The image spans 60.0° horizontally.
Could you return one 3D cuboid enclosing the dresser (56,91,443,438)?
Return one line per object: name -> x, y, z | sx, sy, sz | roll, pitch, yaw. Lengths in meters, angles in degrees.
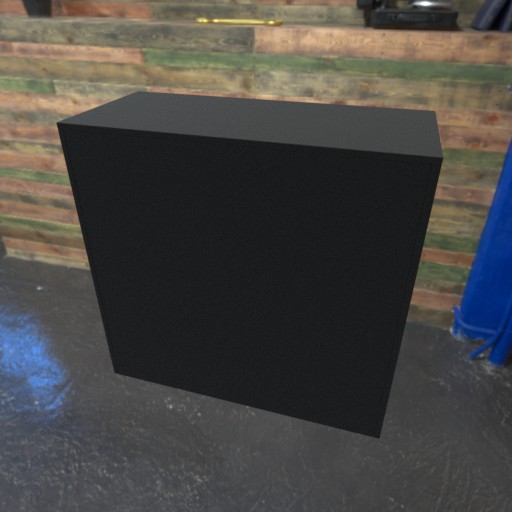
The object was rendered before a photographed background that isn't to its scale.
dresser -> 0.000, 0.000, 1.152 | 0.750, 0.720, 0.360 | 9, 33, 14
